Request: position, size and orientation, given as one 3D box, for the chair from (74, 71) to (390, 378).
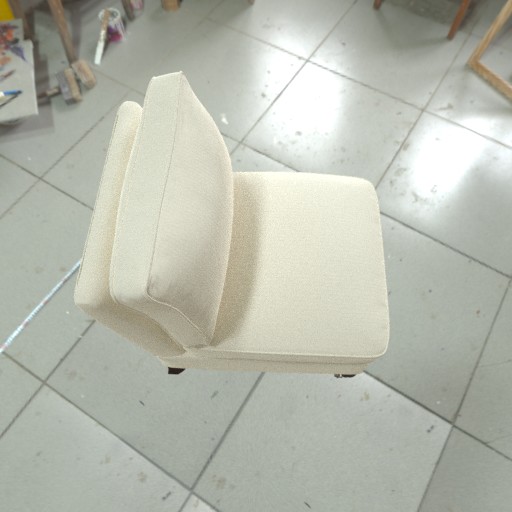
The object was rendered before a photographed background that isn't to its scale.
[{"bbox_3d":[0.000,0.000,1.375,0.781,0.887,0.630,2,64,1],"label":"chair"}]
